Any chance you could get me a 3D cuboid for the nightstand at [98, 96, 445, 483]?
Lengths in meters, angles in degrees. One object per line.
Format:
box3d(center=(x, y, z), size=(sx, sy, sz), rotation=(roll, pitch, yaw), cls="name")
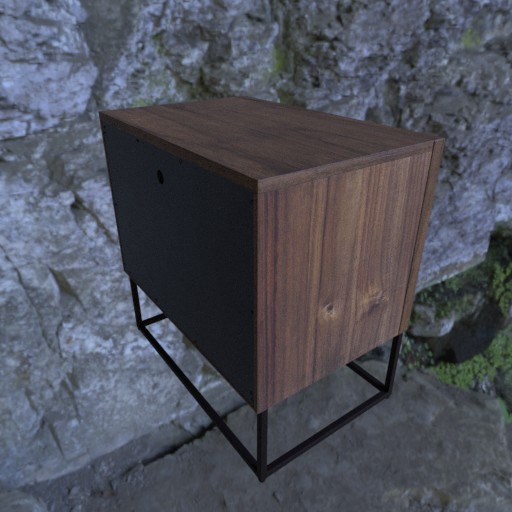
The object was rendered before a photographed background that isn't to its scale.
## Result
box3d(center=(0.000, 0.000, 1.033), size=(0.437, 0.610, 0.610), rotation=(-19, 33, -31), cls="nightstand")
